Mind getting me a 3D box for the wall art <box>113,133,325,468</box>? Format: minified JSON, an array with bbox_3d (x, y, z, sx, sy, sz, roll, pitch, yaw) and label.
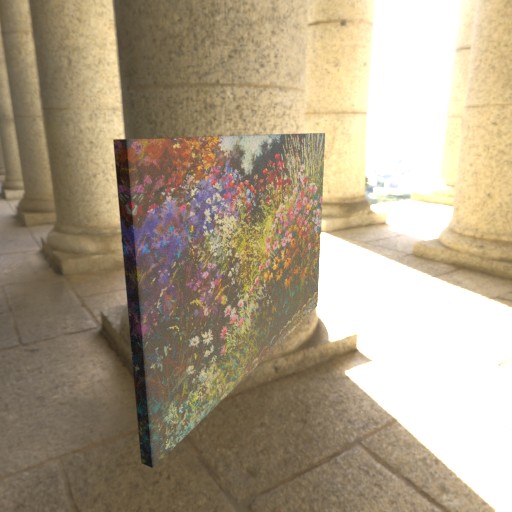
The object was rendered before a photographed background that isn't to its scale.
[{"bbox_3d":[0.000,0.000,1.444,0.042,0.760,1.136,8,18,27],"label":"wall art"}]
